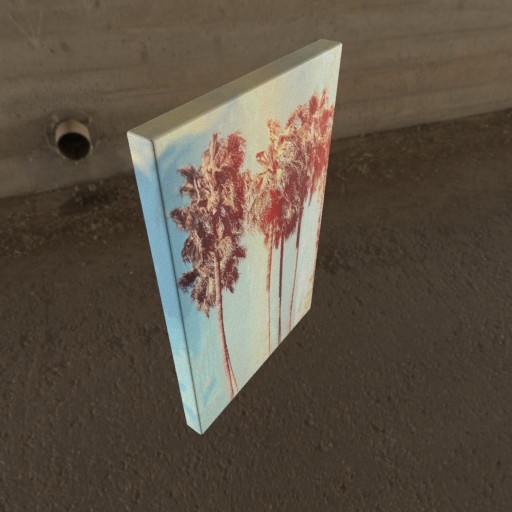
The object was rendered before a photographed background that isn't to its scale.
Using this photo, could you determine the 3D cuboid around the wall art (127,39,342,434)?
[{"bbox_3d":[0.000,0.000,0.770,0.038,0.610,0.401,26,48,26],"label":"wall art"}]
